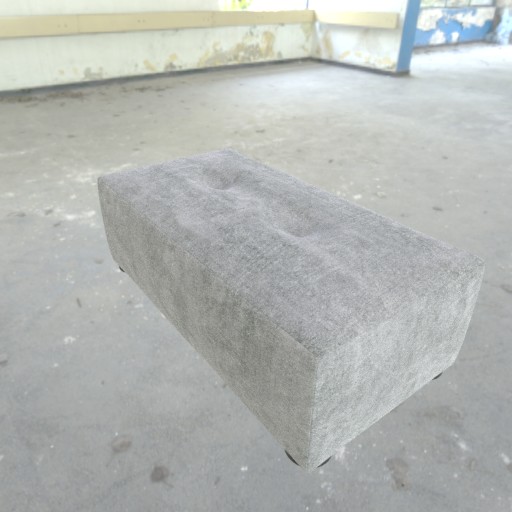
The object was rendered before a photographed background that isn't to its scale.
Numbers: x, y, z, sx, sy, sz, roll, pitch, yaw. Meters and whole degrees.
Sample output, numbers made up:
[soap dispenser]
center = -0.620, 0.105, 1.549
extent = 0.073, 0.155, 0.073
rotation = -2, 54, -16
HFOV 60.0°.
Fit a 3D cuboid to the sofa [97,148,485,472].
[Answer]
[sofa]
center = 0.000, 0.000, 1.131
extent = 0.480, 0.330, 0.930
rotation = -21, 37, -31
